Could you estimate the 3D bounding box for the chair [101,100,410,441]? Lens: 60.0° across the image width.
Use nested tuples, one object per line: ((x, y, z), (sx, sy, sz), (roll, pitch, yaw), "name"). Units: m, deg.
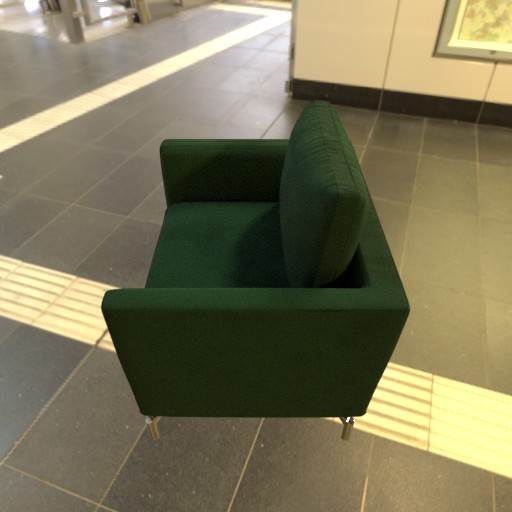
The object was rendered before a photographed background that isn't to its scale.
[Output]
((0.000, 0.000, 1.745), (0.852, 0.997, 1.047), (0, 40, 0), "chair")
